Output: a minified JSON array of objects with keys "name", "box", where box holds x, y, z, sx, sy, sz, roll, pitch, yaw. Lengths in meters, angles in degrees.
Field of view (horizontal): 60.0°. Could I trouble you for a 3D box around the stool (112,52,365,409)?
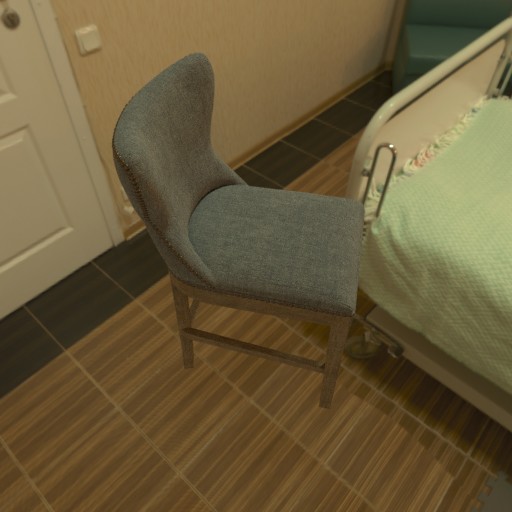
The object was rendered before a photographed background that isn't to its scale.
[{"name":"stool","box":[0.000,0.000,1.325,0.608,0.981,0.498,10,49,9]}]
